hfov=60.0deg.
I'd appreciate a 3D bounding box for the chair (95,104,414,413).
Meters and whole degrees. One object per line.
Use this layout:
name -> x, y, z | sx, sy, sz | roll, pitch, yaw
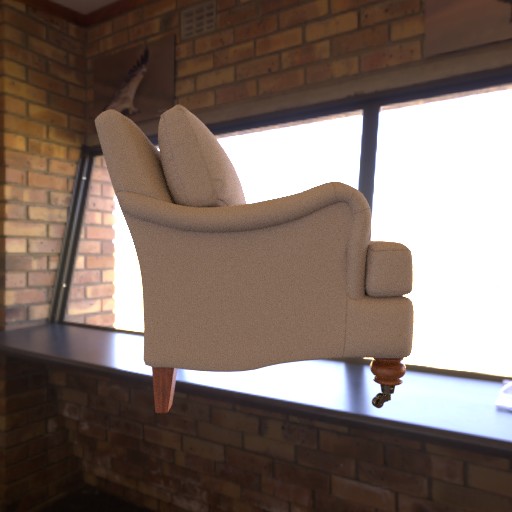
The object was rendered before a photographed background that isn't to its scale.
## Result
chair -> 0.000, 0.000, 1.877 | 1.070, 1.038, 0.955 | 0, 0, 0
